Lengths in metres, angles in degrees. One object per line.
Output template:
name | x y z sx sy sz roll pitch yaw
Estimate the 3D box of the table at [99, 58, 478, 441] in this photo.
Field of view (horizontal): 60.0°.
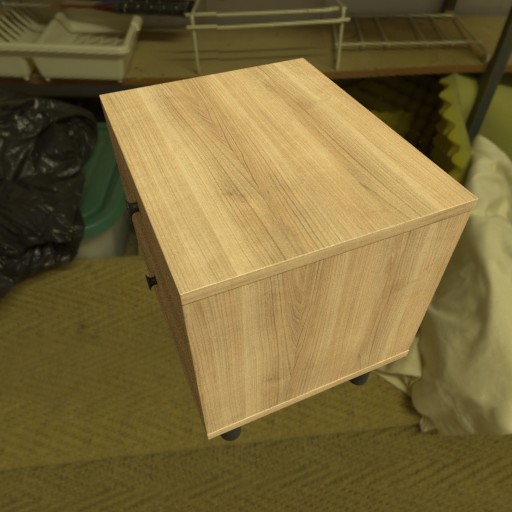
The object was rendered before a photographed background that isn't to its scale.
table | 0.000 0.000 0.778 0.380 0.460 0.445 -17 48 -16
